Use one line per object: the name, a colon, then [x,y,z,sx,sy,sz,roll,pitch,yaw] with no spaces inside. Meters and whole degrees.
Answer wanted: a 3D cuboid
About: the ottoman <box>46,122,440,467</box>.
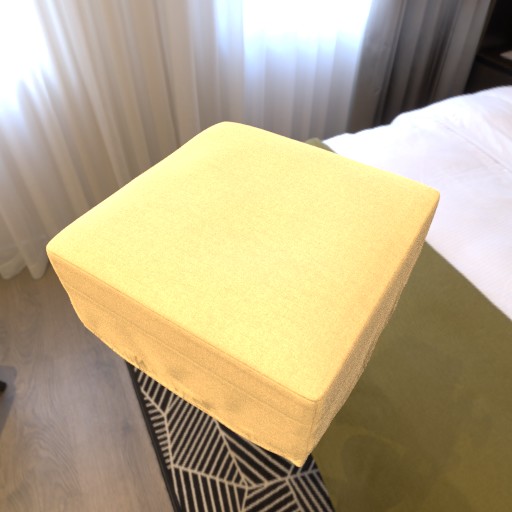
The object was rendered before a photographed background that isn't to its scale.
ottoman: [0.000,0.000,1.369,0.840,0.436,0.843,25,50,23]
